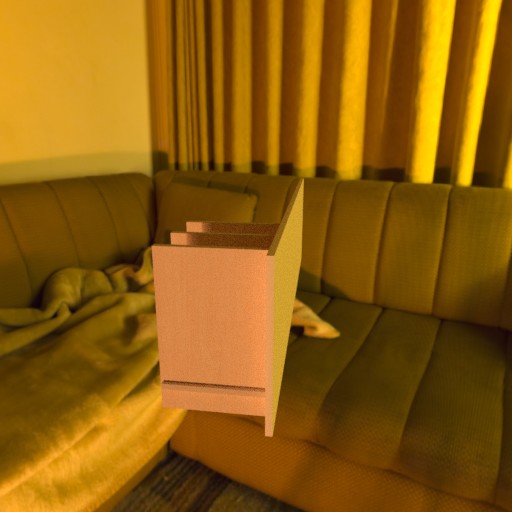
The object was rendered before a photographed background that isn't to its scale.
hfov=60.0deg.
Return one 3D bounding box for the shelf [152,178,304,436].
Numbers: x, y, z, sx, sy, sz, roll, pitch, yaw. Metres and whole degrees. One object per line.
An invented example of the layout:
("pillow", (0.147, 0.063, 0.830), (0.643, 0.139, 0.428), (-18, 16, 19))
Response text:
("shelf", (0.000, 0.000, 1.162), (0.200, 0.300, 1.020), (2, 16, 8))
